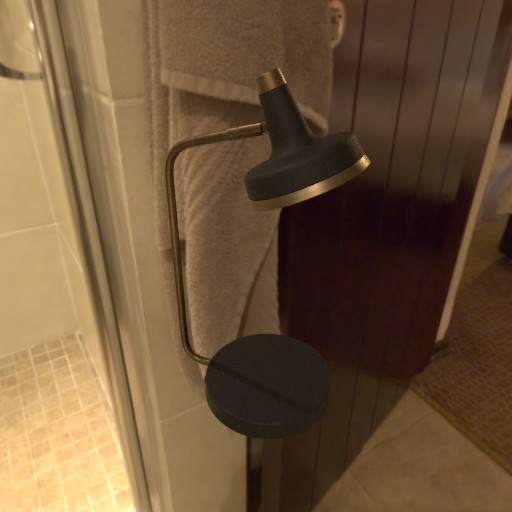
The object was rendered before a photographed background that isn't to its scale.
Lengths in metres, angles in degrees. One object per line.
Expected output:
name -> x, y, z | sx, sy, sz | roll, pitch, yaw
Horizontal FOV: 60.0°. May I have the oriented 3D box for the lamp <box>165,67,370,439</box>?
lamp -> 0.000, 0.000, 0.488 | 0.218, 0.385, 0.162 | 11, 31, 19
